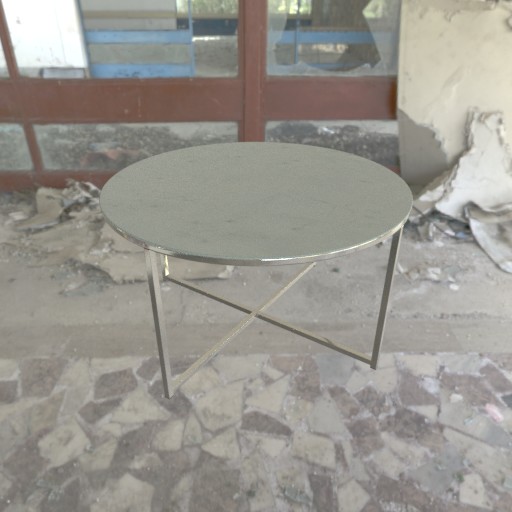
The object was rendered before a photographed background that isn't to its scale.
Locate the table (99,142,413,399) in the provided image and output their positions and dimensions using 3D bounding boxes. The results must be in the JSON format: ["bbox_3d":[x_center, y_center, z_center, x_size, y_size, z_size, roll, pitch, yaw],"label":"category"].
[{"bbox_3d":[0.000,0.000,1.293,0.800,0.450,0.800,0,30,0],"label":"table"}]
